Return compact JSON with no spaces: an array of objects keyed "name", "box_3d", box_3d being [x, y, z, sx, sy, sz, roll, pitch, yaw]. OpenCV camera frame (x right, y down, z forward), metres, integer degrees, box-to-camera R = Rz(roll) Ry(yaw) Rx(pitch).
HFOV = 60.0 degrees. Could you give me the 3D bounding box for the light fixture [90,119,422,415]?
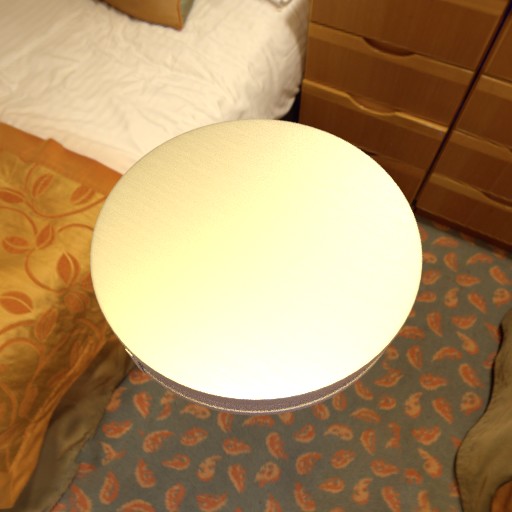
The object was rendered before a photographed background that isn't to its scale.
[{"name":"light fixture","box_3d":[0.000,0.000,0.523,0.356,0.102,0.356,0,59,0]}]
